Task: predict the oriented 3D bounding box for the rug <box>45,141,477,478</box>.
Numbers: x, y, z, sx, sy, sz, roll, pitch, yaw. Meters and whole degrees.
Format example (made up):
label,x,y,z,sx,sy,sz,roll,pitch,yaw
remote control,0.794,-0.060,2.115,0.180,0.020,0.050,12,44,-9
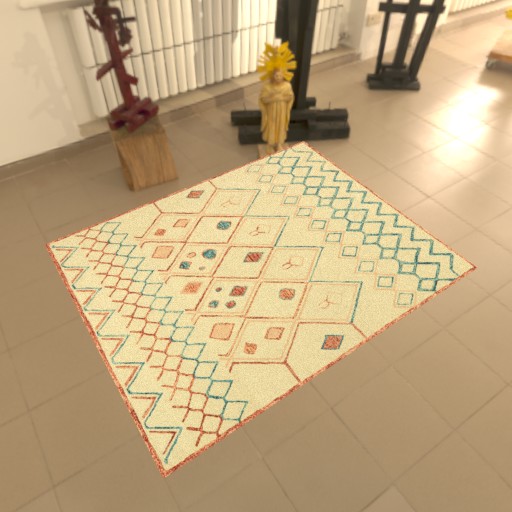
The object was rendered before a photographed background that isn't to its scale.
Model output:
label,x,y,z,sx,sy,sz,roll,pitch,yaw
rug,0.000,0.000,3.993,3.050,0.016,2.441,-27,52,-23
